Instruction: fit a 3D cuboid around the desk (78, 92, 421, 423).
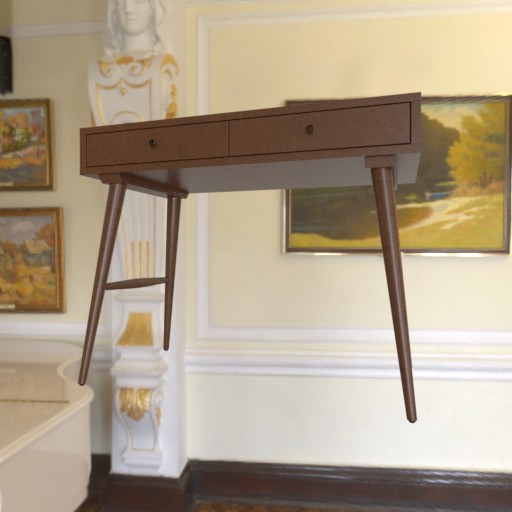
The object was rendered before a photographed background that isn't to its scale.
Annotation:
[{"bbox_3d":[0.000,0.000,1.386,0.949,0.758,0.510,0,0,18],"label":"desk"}]
